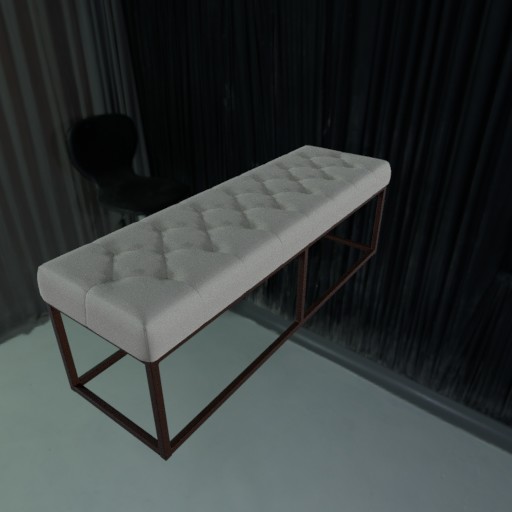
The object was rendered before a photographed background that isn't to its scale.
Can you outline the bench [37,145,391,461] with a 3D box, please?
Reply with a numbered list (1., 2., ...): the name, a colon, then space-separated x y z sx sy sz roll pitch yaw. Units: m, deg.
1. bench: 0.000 0.000 1.740 0.479 0.488 1.488 20 36 31
